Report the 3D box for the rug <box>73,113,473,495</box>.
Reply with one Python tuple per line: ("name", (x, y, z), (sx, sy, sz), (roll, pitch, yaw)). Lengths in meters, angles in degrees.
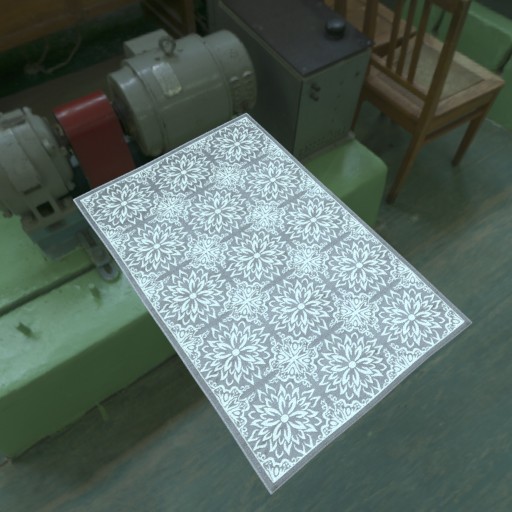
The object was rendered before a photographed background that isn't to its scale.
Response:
("rug", (0.000, 0.000, 3.453), (1.819, 0.018, 2.746), (-32, 63, -18))
